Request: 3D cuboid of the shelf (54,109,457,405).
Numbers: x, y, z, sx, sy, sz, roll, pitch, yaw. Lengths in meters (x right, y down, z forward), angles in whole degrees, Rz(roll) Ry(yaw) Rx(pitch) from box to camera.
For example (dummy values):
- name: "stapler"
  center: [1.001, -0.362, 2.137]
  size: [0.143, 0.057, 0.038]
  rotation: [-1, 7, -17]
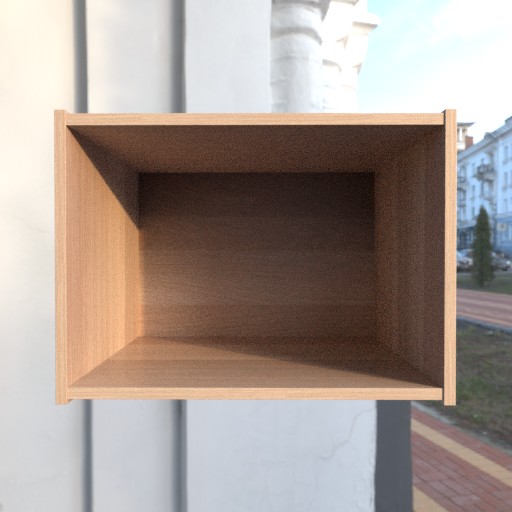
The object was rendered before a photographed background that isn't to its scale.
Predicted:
- name: "shelf"
  center: [0.000, 0.000, 0.602]
  size: [0.415, 0.305, 0.290]
  rotation: [0, 1, 0]
